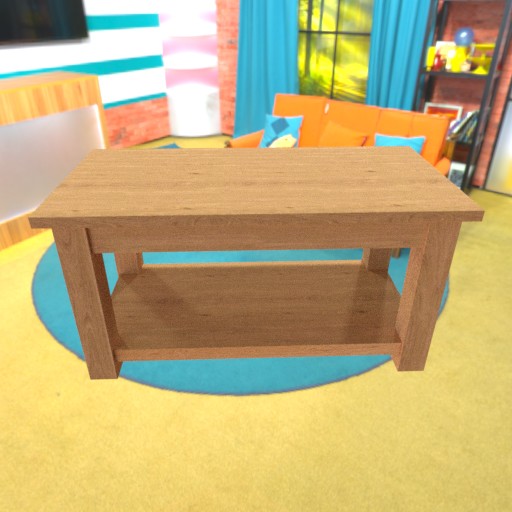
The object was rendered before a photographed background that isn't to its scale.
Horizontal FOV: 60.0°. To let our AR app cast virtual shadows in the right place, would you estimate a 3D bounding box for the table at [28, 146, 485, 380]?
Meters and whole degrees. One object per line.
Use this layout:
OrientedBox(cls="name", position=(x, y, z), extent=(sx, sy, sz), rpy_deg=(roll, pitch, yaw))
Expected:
OrientedBox(cls="table", position=(0.000, 0.000, 1.178), extent=(0.899, 0.452, 0.450), rpy_deg=(-1, 30, -2))
